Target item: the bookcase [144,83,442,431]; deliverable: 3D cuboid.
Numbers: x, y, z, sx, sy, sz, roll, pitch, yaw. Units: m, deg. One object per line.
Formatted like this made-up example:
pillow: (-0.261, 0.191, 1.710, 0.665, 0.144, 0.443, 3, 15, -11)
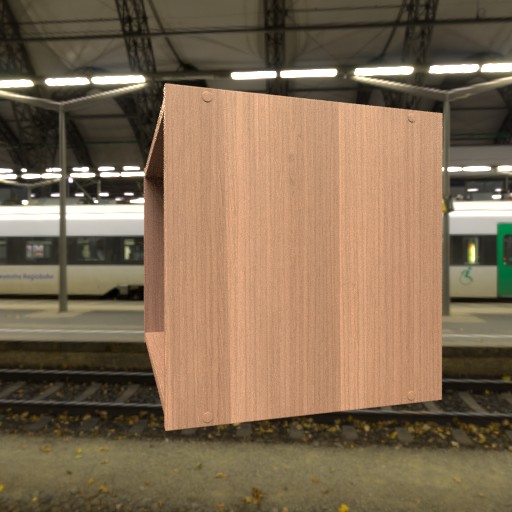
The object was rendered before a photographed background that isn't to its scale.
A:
bookcase: (0.000, 0.000, 0.628, 0.290, 0.305, 0.415, 0, 0, -17)
